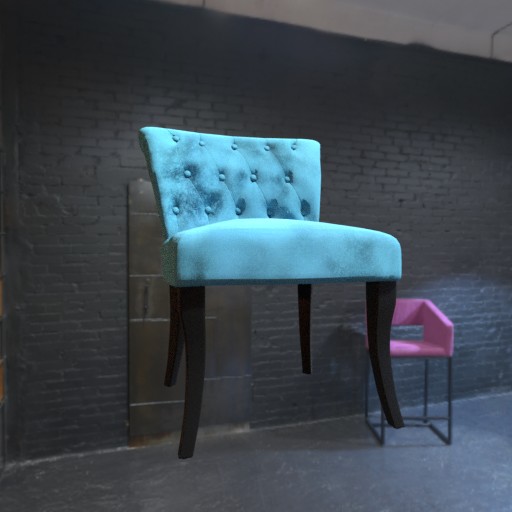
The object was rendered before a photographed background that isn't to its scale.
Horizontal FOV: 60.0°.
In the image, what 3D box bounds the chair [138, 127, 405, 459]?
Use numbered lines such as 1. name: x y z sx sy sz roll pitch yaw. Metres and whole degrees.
1. chair: 0.000 0.000 1.174 0.582 0.750 0.605 0 1 -17
